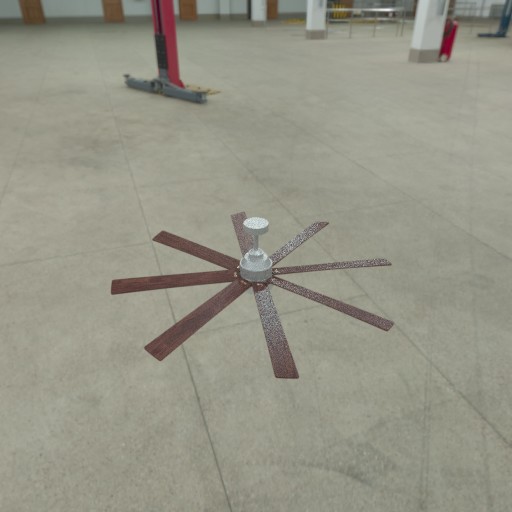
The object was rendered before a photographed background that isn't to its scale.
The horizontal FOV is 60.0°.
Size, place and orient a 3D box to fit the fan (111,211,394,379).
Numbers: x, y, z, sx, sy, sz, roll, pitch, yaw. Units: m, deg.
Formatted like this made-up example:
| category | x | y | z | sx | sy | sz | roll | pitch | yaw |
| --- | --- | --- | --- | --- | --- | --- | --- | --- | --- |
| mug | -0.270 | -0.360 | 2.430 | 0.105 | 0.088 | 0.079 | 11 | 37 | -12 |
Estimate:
| category | x | y | z | sx | sy | sz | roll | pitch | yaw |
| --- | --- | --- | --- | --- | --- | --- | --- | --- | --- |
| fan | 0.000 | 0.000 | 2.824 | 1.830 | 0.472 | 1.830 | 20 | 37 | 30 |
